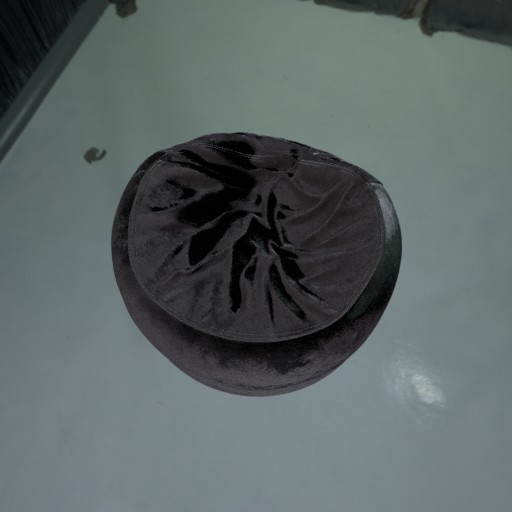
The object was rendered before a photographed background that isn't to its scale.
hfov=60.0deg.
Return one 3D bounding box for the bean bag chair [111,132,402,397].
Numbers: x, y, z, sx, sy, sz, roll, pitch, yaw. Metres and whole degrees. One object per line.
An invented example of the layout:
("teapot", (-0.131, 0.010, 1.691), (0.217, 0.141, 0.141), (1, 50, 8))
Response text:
("bean bag chair", (0.000, 0.000, 1.545), (0.918, 0.605, 0.918), (0, 65, 0))
